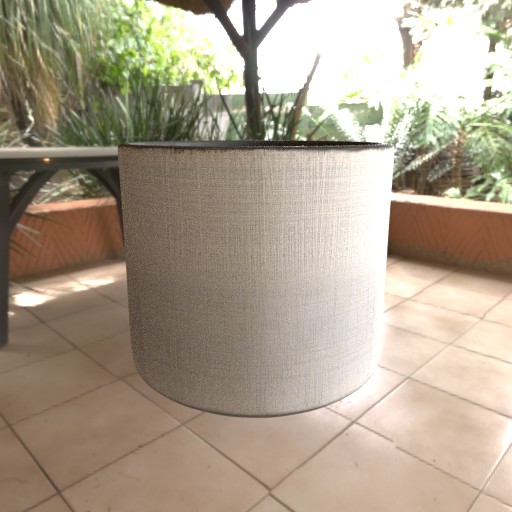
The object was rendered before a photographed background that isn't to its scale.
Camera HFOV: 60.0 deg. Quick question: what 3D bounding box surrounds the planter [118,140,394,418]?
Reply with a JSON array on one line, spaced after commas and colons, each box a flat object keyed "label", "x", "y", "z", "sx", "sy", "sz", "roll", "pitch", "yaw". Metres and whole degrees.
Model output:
[{"label": "planter", "x": 0.000, "y": 0.000, "z": 0.445, "sx": 0.254, "sy": 0.221, "sz": 0.254, "roll": 0, "pitch": 16, "yaw": 0}]
